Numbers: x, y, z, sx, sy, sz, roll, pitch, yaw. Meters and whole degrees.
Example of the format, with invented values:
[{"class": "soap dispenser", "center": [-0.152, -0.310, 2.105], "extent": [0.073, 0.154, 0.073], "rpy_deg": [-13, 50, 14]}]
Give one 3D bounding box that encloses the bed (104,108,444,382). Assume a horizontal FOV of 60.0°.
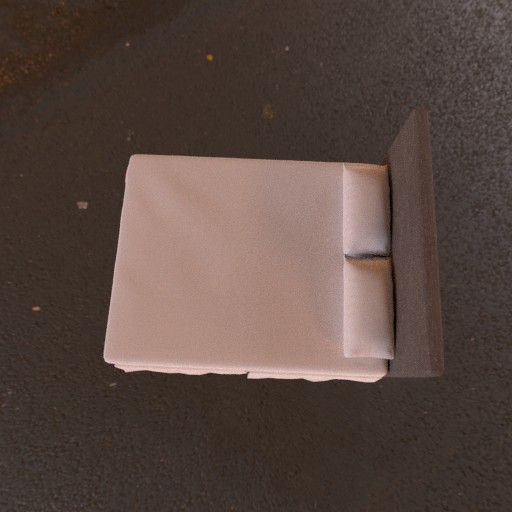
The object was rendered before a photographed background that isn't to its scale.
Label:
[{"class": "bed", "center": [0.000, 0.000, 3.220], "extent": [2.142, 1.330, 1.723], "rpy_deg": [3, 75, 1]}]
